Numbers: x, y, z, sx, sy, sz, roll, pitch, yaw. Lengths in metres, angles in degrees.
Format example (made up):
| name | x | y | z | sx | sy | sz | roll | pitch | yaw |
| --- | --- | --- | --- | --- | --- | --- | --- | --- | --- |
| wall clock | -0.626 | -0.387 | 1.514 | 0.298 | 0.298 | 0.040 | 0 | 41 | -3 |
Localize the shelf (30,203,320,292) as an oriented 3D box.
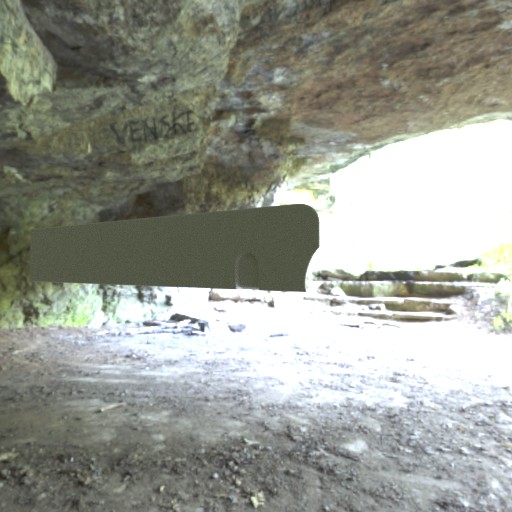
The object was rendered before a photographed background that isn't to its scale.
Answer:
| name | x | y | z | sx | sy | sz | roll | pitch | yaw |
| --- | --- | --- | --- | --- | --- | --- | --- | --- | --- |
| shelf | 0.000 | 0.000 | 0.457 | 0.310 | 0.050 | 0.310 | -1 | -2 | 36 |
